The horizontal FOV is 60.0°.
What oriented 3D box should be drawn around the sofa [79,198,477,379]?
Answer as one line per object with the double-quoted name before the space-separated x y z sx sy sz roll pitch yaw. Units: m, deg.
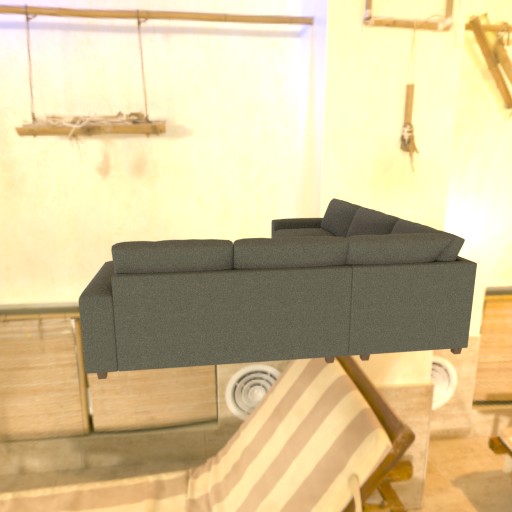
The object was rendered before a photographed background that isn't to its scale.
"sofa" 0.000 0.000 4.771 2.895 0.965 3.277 -2 13 -8
